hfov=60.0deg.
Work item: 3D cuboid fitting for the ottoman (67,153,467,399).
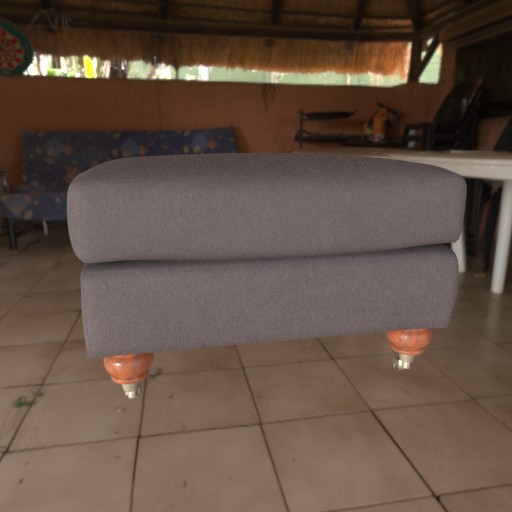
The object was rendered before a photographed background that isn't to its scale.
[{"bbox_3d":[0.000,0.000,1.101,0.773,0.497,0.574,-3,15,-11],"label":"ottoman"}]
